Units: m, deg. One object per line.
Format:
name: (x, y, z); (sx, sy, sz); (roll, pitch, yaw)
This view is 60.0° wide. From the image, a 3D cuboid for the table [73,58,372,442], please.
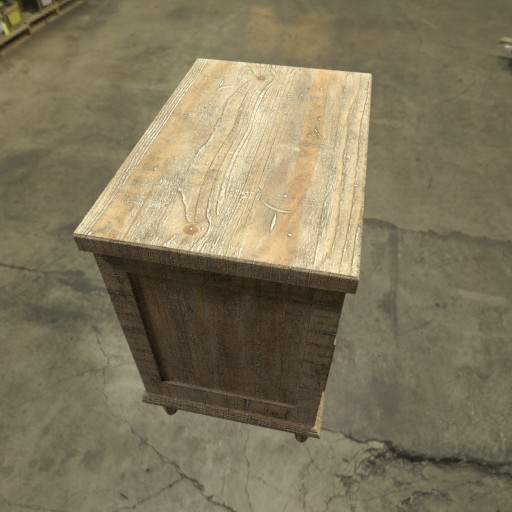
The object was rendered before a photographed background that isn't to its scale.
table: (0.000, 0.000, 1.154); (0.457, 0.711, 0.686); (9, 47, 8)
